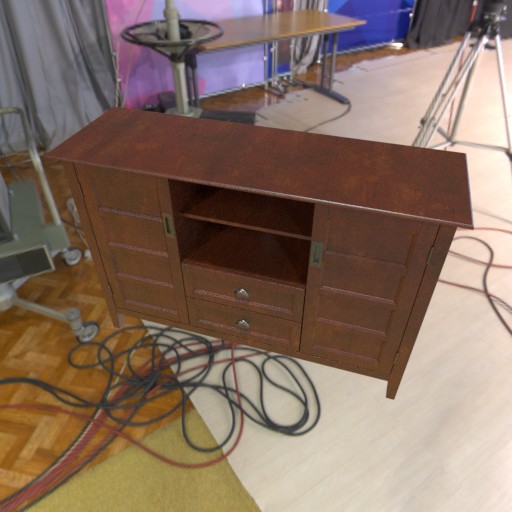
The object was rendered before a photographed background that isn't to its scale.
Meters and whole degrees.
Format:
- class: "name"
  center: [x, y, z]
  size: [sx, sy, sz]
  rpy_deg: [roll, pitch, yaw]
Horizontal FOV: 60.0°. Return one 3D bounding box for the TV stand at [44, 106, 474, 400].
- class: "TV stand"
  center: [0.000, 0.000, 1.804]
  size: [1.372, 0.915, 0.445]
  rpy_deg: [11, 42, 13]
